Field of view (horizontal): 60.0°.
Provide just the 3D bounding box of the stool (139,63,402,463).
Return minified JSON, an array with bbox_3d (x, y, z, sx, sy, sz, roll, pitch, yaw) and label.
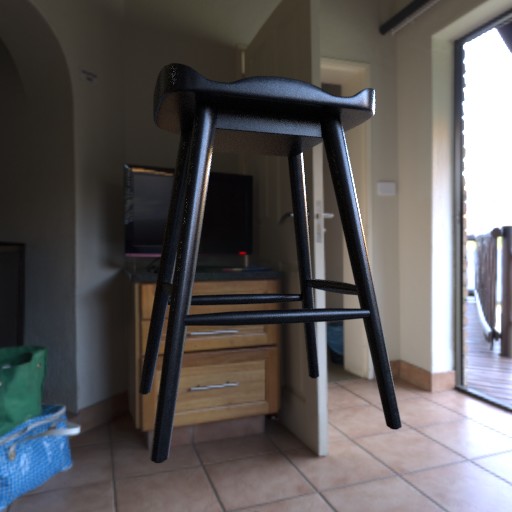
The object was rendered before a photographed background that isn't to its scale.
[{"bbox_3d":[0.000,0.000,0.888,0.440,0.615,0.361,0,0,-18],"label":"stool"}]
